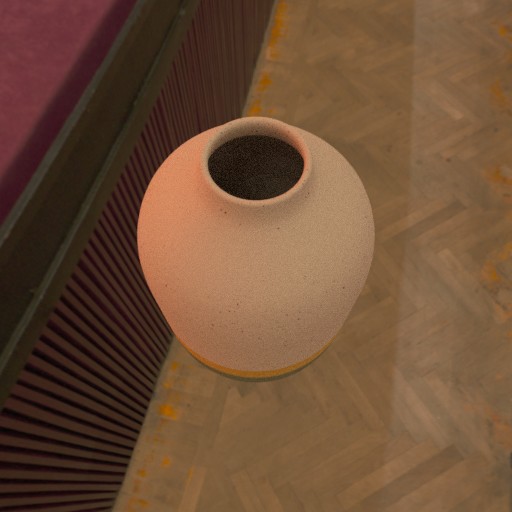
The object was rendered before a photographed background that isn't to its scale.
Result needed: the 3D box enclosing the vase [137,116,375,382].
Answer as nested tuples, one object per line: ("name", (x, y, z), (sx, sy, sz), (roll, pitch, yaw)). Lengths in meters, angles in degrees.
("vase", (0.000, 0.000, 0.354), (0.169, 0.240, 0.169), (0, 63, 0))
